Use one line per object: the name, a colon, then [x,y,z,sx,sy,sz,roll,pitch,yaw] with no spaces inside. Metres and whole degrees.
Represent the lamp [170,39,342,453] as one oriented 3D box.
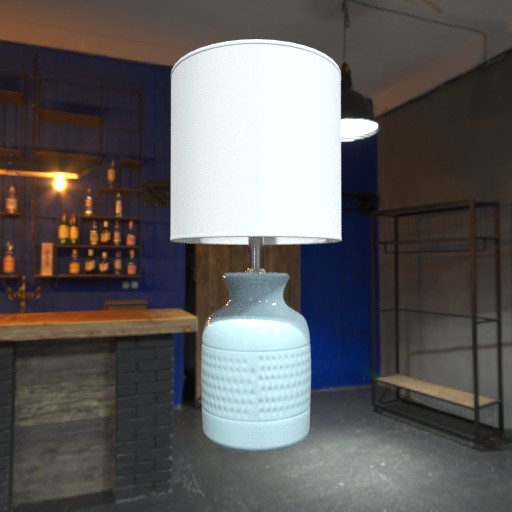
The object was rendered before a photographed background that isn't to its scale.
lamp: [0.000,0.000,1.100,0.418,0.871,0.418,0,-1,-19]
